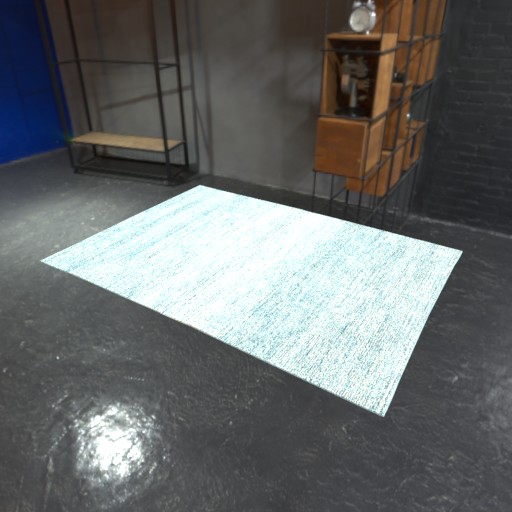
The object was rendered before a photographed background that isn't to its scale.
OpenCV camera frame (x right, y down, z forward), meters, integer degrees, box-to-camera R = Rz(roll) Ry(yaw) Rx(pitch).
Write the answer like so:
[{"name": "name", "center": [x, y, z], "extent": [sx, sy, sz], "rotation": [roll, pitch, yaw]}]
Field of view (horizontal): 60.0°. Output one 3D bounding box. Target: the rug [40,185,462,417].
[{"name": "rug", "center": [0.000, 0.000, 2.890], "extent": [2.260, 0.026, 1.611], "rotation": [18, 34, 28]}]
